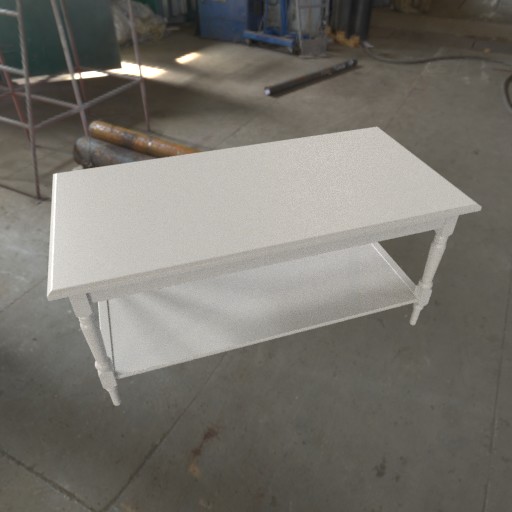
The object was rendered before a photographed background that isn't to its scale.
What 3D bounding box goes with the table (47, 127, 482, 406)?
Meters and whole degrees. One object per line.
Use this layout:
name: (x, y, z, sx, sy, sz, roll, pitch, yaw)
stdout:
table: (0.000, 0.000, 1.427, 1.109, 0.506, 0.551, -12, 41, -14)
